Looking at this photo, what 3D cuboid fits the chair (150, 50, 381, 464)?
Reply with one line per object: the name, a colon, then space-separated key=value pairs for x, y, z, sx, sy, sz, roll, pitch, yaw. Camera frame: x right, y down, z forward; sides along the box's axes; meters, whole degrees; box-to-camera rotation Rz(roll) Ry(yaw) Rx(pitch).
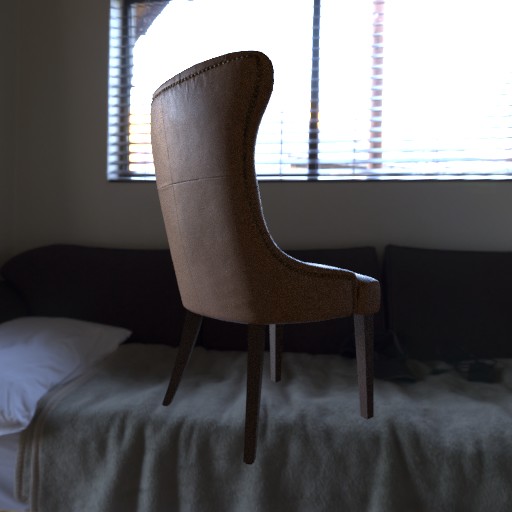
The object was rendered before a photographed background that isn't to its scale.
chair: x=0.000 y=0.000 z=1.475 sx=0.669 sy=1.065 sz=0.611 roll=-1 pitch=2 yaw=-36
